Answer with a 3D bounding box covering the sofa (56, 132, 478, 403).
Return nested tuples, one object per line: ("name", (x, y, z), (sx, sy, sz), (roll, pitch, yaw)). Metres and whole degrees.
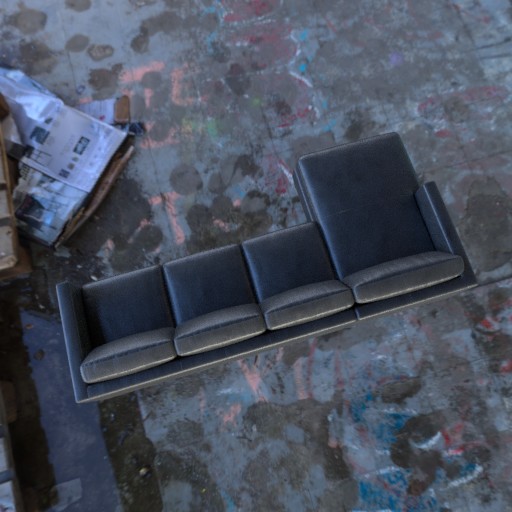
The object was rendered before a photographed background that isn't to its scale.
("sofa", (0.000, 0.000, 3.841), (3.203, 0.883, 1.581), (-16, 75, -4))
